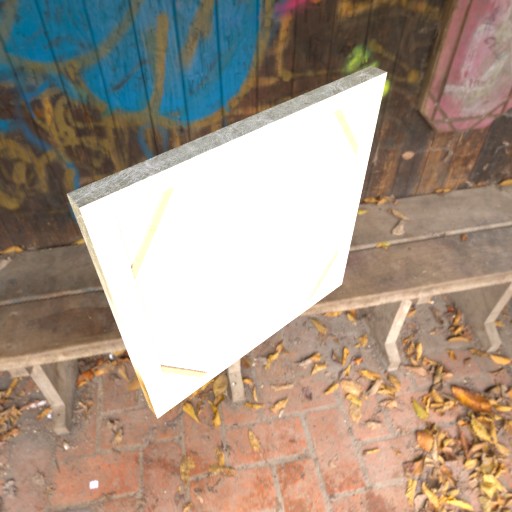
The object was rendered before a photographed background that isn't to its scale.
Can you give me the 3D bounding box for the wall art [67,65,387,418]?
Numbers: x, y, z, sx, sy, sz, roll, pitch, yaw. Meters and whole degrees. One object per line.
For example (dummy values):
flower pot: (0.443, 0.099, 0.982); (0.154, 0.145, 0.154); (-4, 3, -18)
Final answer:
wall art: (0.000, 0.000, 0.919); (0.610, 0.610, 0.038); (-31, 54, -27)
